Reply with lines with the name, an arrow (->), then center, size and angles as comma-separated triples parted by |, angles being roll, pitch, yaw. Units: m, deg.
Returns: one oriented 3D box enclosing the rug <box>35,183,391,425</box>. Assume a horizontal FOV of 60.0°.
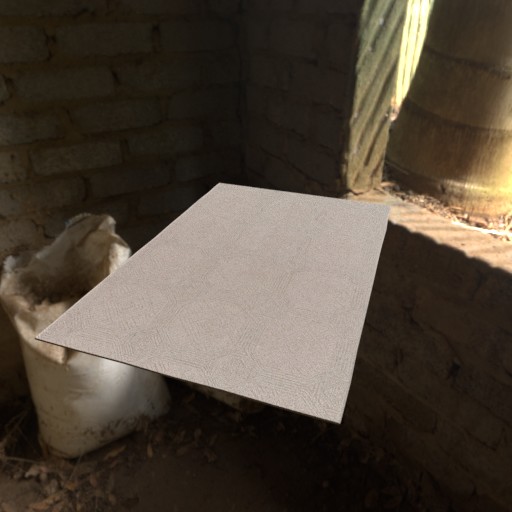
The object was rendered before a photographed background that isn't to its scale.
rug -> 0.000, 0.000, 2.341 | 1.236, 0.009, 1.839 | 10, 32, 17
